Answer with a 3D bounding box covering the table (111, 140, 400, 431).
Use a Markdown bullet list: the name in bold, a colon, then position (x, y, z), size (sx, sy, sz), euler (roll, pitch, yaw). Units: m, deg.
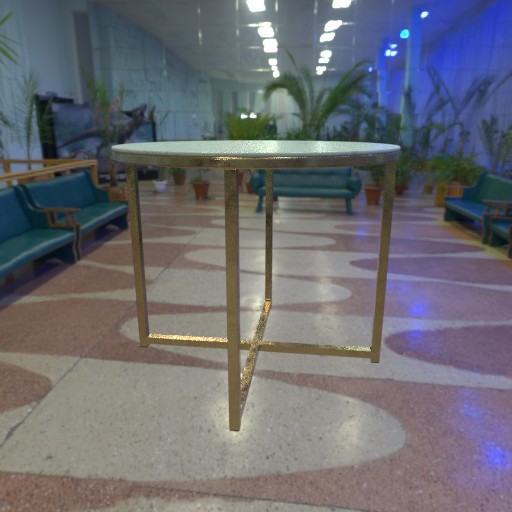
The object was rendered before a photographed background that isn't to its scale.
- **table**: position (0.000, 0.000, 0.862), size (0.500, 0.420, 0.500), euler (0, 16, 0)
